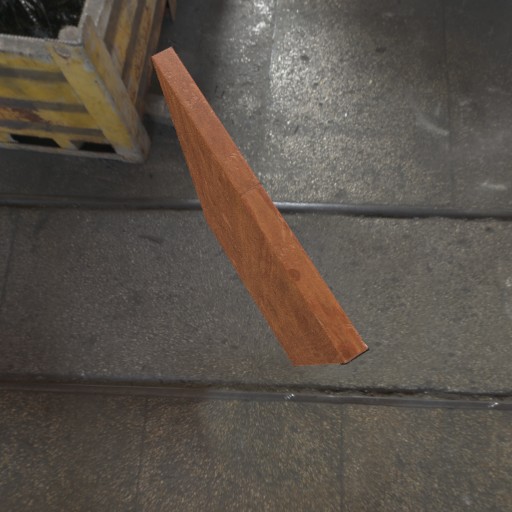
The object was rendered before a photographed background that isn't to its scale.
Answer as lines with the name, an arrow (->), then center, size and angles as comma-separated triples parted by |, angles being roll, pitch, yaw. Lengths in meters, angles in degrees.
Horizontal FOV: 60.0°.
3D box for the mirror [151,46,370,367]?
mirror -> 0.000, 0.000, 0.969 | 0.053, 0.761, 0.517 | -30, 78, -7
